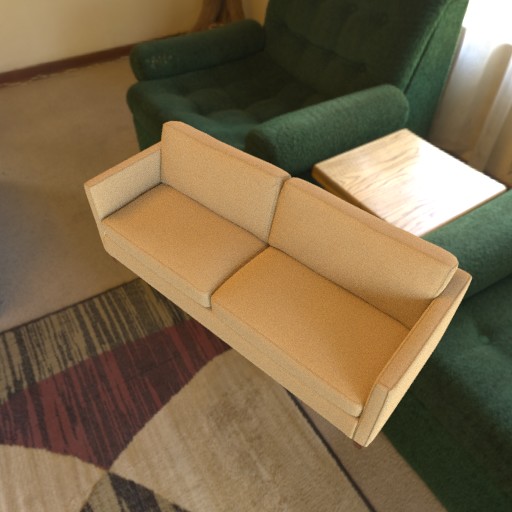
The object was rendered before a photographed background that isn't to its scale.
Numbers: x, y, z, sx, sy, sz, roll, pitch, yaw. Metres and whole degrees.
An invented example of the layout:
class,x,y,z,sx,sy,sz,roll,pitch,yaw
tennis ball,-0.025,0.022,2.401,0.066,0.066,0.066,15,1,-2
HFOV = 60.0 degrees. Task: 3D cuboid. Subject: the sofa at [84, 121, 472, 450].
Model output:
class,x,y,z,sx,sy,sz,roll,pitch,yaw
sofa,0.000,0.000,2.903,2.361,0.968,0.951,32,54,27
